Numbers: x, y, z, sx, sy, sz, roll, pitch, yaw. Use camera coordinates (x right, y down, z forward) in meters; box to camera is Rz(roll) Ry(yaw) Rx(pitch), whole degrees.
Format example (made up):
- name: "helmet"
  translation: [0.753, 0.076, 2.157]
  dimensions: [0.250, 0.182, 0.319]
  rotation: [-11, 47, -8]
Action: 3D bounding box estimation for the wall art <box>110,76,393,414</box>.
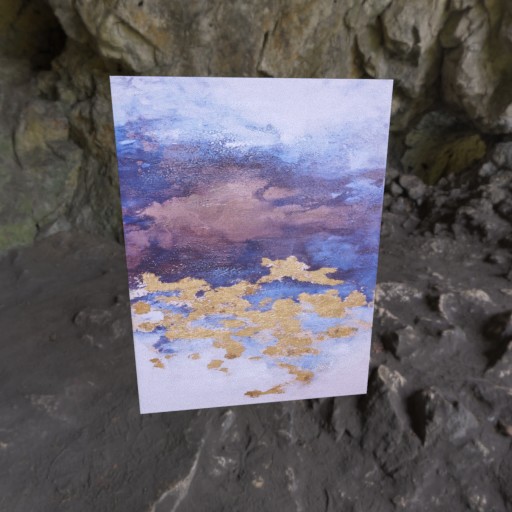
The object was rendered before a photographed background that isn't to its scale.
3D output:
- name: "wall art"
  translation: [0.000, 0.000, 0.779]
  dimensions: [0.437, 0.581, 0.036]
  rotation: [-3, 17, -8]
